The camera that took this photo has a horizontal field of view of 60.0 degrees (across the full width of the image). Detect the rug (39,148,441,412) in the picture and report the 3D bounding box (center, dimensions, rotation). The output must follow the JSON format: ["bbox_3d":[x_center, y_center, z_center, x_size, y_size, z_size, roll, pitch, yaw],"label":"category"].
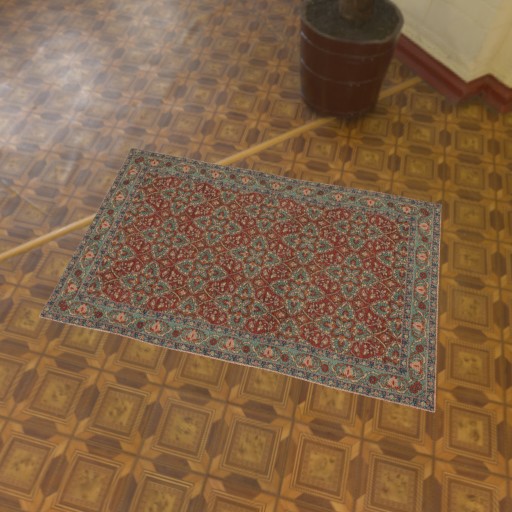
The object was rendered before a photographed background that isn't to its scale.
[{"bbox_3d":[0.000,0.000,3.028,2.439,0.011,1.533,12,59,7],"label":"rug"}]
